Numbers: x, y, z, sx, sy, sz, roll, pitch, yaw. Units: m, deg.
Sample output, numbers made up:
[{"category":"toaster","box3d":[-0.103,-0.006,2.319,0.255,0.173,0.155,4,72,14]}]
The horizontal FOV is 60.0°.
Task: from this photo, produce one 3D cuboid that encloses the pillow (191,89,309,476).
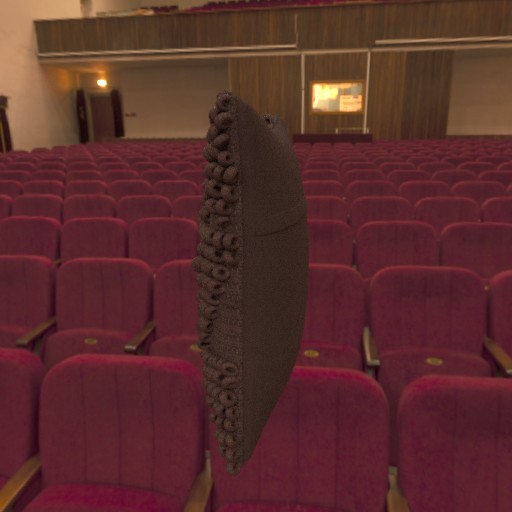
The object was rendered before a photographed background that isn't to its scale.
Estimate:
[{"category":"pillow","box3d":[0.000,0.000,0.723,0.172,0.467,0.470,2,14,8]}]
